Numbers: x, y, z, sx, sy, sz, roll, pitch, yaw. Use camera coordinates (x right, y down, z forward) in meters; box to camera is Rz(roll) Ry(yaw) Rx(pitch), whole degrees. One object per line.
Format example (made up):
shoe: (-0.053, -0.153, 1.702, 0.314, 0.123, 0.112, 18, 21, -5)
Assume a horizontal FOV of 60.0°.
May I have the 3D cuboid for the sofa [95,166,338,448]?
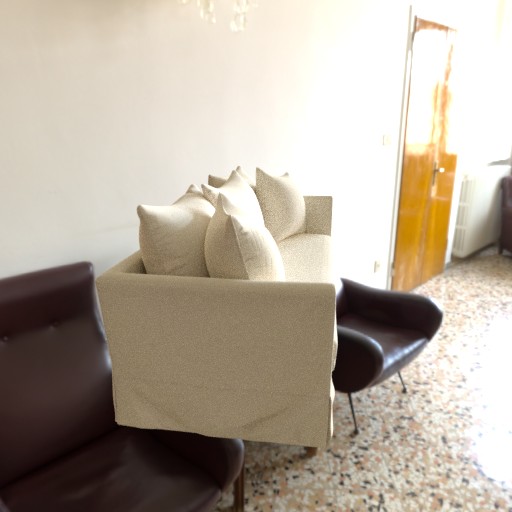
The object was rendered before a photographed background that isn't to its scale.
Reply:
sofa: (0.000, 0.000, 2.856, 1.031, 1.034, 2.290, 3, 17, 9)
